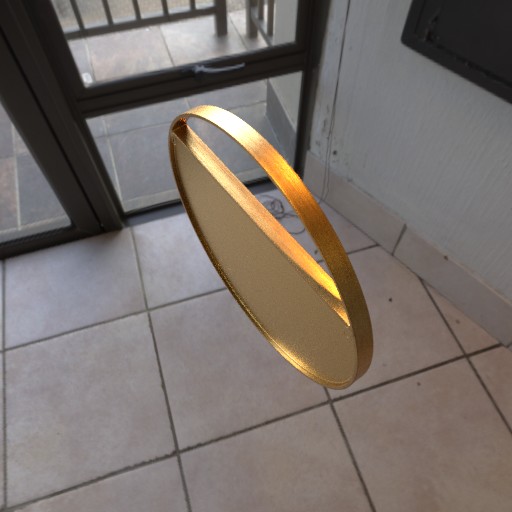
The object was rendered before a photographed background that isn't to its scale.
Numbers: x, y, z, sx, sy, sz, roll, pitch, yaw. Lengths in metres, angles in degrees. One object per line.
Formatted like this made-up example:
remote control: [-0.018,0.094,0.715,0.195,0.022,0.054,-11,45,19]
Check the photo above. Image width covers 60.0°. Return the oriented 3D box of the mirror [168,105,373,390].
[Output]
mirror: [0.000,0.000,0.831,0.032,0.565,0.565,-32,63,-18]
